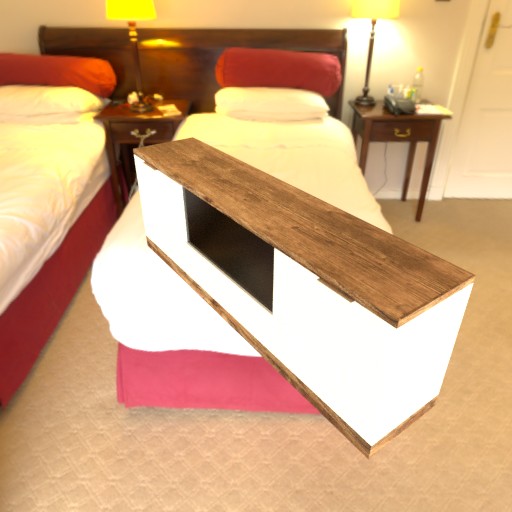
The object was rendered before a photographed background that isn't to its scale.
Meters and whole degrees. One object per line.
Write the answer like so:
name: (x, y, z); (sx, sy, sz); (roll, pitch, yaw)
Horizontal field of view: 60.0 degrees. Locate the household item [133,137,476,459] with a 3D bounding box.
household item: (0.000, 0.000, 2.068); (0.390, 0.615, 1.800); (-21, 37, -30)
